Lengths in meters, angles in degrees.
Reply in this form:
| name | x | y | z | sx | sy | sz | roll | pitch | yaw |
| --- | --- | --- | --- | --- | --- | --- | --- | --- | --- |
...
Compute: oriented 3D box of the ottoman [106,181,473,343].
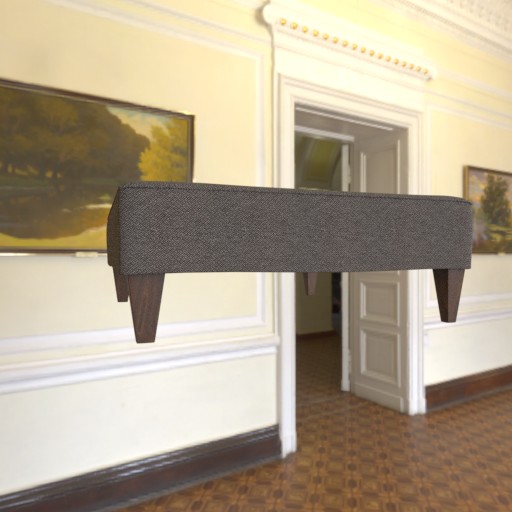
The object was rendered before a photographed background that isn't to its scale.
| name | x | y | z | sx | sy | sz | roll | pitch | yaw |
| --- | --- | --- | --- | --- | --- | --- | --- | --- | --- |
| ottoman | 0.000 | 0.000 | 1.540 | 0.970 | 0.378 | 0.981 | 0 | 0 | -20 |
